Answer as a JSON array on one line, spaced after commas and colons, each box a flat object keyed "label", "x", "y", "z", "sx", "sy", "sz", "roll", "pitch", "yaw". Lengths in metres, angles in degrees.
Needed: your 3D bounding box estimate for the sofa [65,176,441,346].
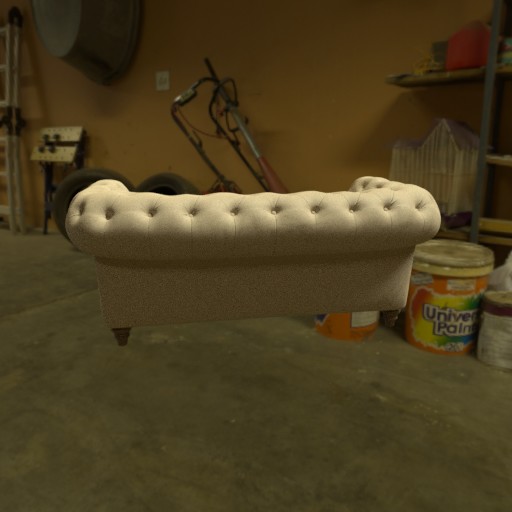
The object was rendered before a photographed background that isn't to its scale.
[{"label": "sofa", "x": 0.000, "y": 0.000, "z": 2.549, "sx": 1.988, "sy": 0.835, "sz": 1.069, "roll": -2, "pitch": 14, "yaw": -10}]
